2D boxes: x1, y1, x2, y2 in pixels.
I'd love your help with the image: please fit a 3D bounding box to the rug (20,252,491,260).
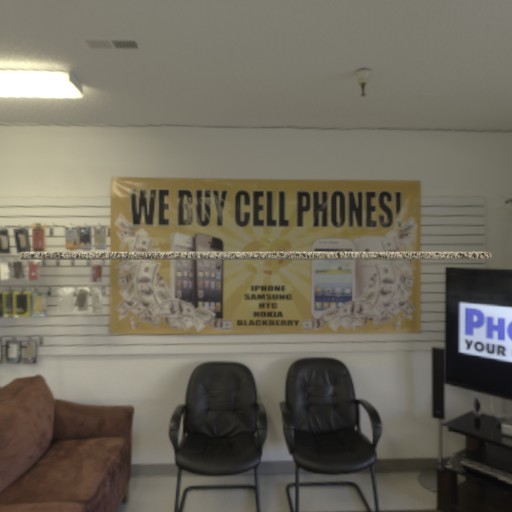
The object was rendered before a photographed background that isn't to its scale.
[{"bbox_3d":[0.000,0.000,2.266,1.778,0.030,1.219,0,0,1],"label":"rug"}]
